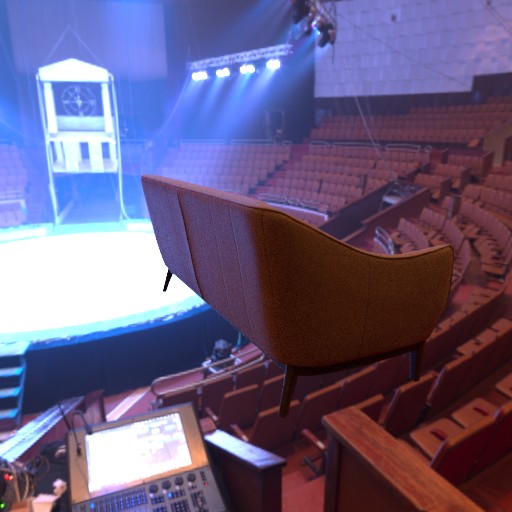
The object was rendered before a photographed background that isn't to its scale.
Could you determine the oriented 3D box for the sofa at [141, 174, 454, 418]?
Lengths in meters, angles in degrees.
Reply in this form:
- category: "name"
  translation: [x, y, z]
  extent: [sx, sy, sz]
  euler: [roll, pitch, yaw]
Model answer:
- category: "sofa"
  translation: [0.000, 0.000, 2.455]
  extent: [0.869, 0.830, 1.928]
  euler: [-7, 16, -26]
